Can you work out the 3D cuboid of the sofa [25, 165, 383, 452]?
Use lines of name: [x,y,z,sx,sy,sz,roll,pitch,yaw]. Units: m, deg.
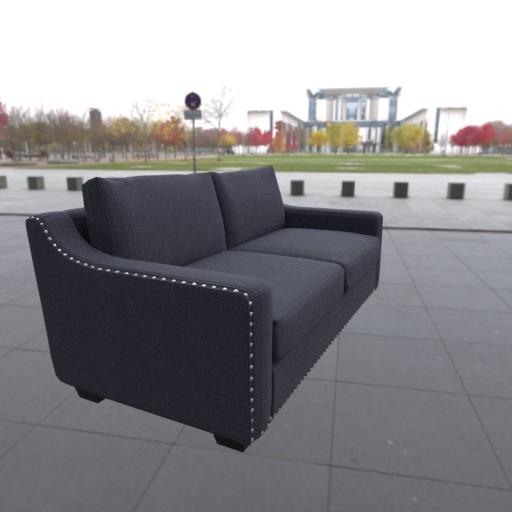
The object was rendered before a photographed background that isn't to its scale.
sofa: [0.000,0.000,3.133,1.336,1.196,2.550,7,15,26]
